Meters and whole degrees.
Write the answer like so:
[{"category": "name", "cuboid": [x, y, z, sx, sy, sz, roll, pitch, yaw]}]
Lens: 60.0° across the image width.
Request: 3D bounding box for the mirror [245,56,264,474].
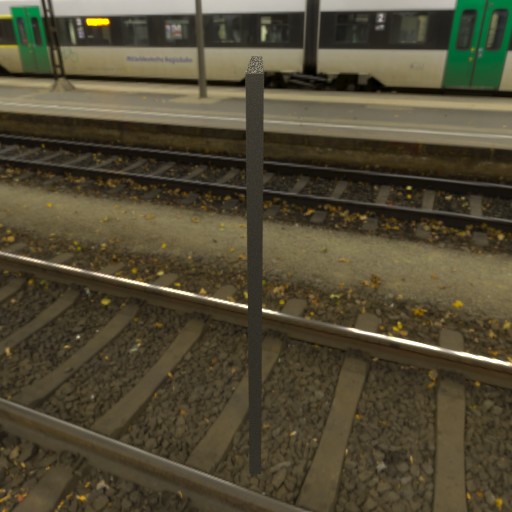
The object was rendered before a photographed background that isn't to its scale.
[{"category": "mirror", "cuboid": [0.000, 0.000, 1.521, 0.038, 1.219, 0.762, 0, 27, 0]}]
